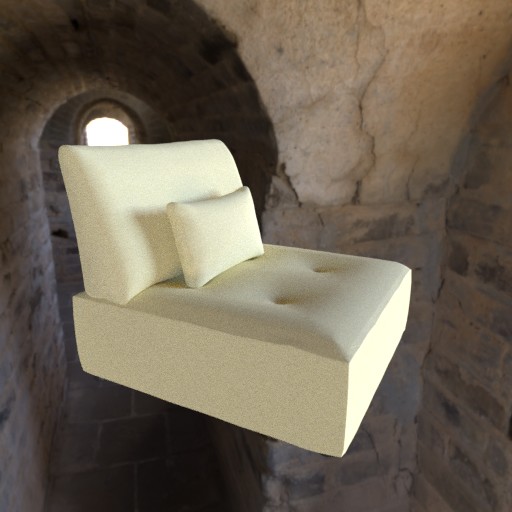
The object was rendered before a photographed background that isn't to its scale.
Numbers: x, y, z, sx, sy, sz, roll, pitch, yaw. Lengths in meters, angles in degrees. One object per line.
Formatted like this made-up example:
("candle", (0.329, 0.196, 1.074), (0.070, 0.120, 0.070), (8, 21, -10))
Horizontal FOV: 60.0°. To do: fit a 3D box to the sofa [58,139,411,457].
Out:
("sofa", (0.000, 0.000, 1.663), (1.000, 0.820, 0.930), (8, 18, 27))
